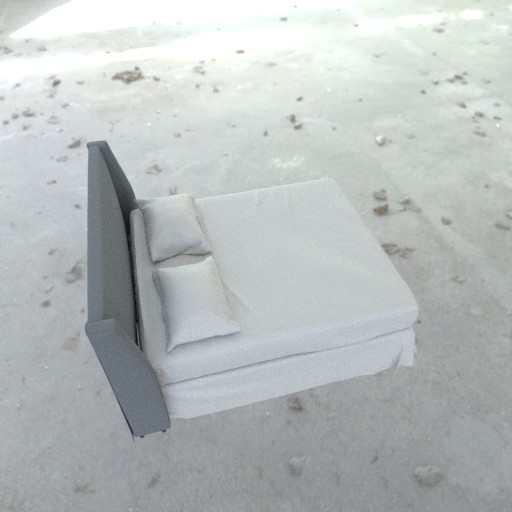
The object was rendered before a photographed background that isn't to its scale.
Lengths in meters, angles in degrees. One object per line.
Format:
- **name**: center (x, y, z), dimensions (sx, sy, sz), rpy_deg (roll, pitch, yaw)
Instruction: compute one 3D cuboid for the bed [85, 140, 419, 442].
- **bed**: center (0.000, 0.000, 3.499), dimensions (2.276, 1.332, 1.925), rpy_deg (-11, 46, -10)
